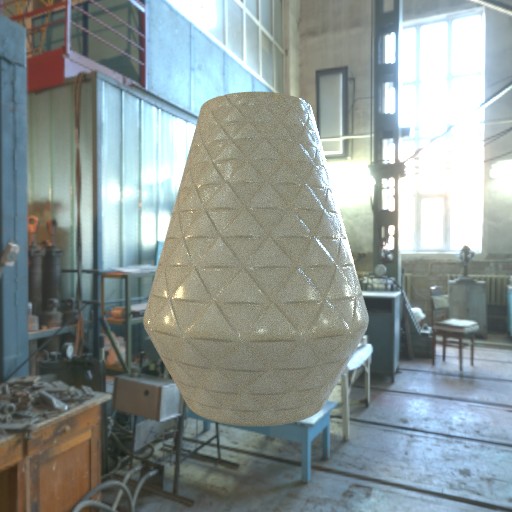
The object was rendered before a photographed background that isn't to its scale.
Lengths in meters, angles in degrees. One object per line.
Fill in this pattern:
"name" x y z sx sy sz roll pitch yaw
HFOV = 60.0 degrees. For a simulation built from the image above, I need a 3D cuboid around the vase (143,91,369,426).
"vase" 0.000 0.000 0.353 0.175 0.230 0.175 0 1 0
